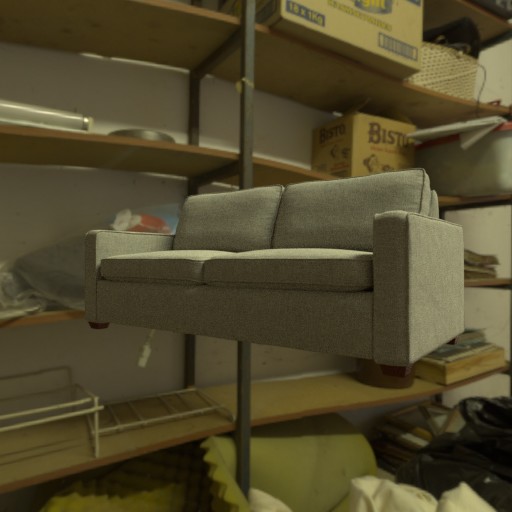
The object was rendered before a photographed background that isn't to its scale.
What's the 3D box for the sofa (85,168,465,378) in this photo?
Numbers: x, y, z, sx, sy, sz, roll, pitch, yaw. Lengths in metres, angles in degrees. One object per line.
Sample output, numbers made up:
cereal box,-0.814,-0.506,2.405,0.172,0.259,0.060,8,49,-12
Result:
sofa,0.000,0.000,2.574,2.078,0.918,0.945,0,0,36
